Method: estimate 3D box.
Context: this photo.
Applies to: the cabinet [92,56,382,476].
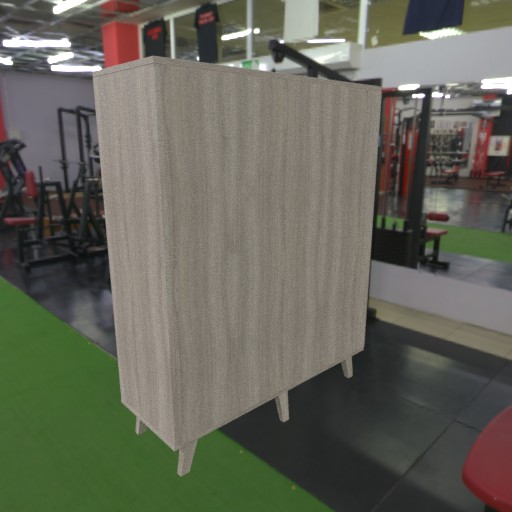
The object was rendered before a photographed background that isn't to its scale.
[{"bbox_3d":[0.000,0.000,1.868,1.111,1.388,0.398,-13,20,-41],"label":"cabinet"}]
